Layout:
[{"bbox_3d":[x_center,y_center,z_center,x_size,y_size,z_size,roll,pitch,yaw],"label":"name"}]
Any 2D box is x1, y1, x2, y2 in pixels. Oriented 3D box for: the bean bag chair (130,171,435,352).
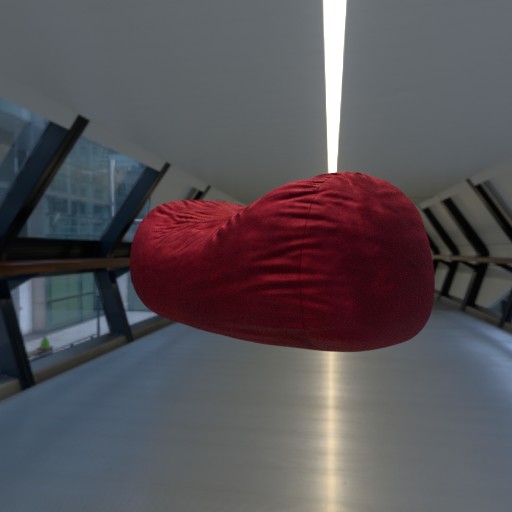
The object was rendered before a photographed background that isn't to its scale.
[{"bbox_3d":[0.000,0.000,2.851,1.216,0.867,2.293,-1,2,-36],"label":"bean bag chair"}]
